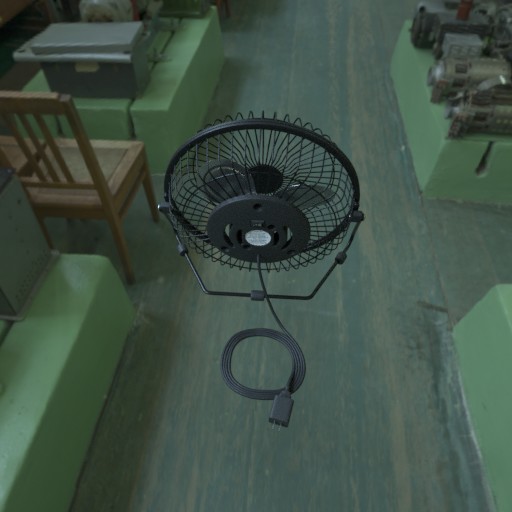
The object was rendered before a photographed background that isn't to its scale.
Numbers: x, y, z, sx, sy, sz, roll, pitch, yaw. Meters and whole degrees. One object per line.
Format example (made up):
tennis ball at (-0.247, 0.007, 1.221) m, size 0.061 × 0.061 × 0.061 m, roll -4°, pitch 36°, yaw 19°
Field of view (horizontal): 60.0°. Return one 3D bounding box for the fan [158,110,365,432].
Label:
fan at (0.000, 0.000, 0.377) m, size 0.209 × 0.188 × 0.227 m, roll 3°, pitch 47°, yaw 3°
